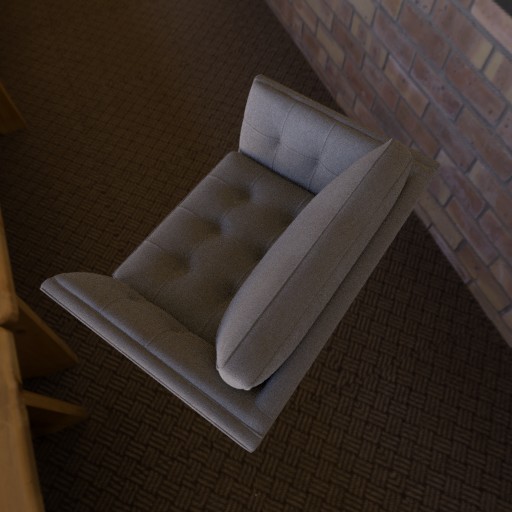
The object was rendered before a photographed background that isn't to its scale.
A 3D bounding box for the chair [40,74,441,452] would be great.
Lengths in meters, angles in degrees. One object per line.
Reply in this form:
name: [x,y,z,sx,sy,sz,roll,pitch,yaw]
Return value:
chair: [0.000,0.000,2.017,0.965,0.942,1.396,32,66,16]
